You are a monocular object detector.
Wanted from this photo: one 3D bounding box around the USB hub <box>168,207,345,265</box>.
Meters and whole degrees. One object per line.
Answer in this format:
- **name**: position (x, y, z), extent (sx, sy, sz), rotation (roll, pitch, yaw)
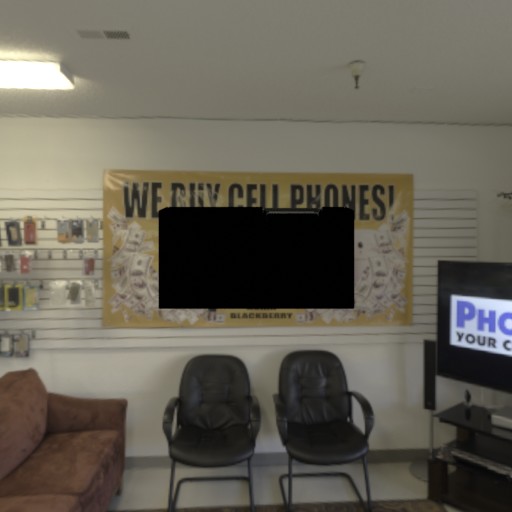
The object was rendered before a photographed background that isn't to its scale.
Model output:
- **USB hub**: position (0.000, 0.000, 0.129), extent (0.044, 0.023, 0.110), rotation (0, 1, 0)
